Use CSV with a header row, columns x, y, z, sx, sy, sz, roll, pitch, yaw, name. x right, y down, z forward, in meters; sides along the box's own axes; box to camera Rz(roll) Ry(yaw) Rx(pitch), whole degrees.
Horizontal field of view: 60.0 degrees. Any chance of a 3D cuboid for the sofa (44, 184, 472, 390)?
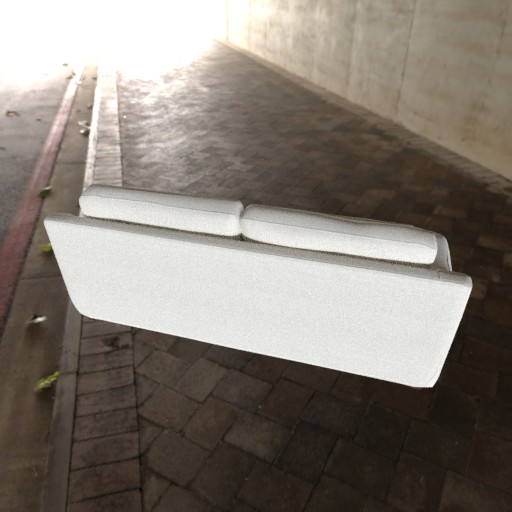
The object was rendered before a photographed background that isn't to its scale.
x,y,z,sx,sy,sz,roll,pitch,yaw,name
0.000,0.000,3.000,2.470,1.022,1.009,9,33,14,sofa
